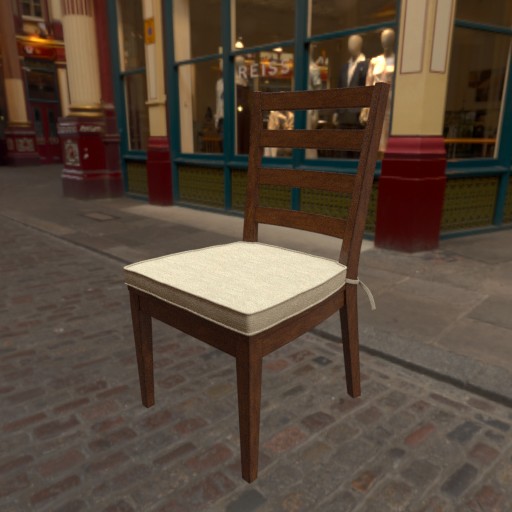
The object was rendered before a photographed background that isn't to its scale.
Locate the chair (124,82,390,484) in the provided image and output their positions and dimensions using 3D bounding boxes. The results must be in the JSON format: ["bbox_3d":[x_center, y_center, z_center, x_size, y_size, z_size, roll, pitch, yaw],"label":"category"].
[{"bbox_3d":[0.000,0.000,1.328,0.593,0.979,0.595,15,22,41],"label":"chair"}]
